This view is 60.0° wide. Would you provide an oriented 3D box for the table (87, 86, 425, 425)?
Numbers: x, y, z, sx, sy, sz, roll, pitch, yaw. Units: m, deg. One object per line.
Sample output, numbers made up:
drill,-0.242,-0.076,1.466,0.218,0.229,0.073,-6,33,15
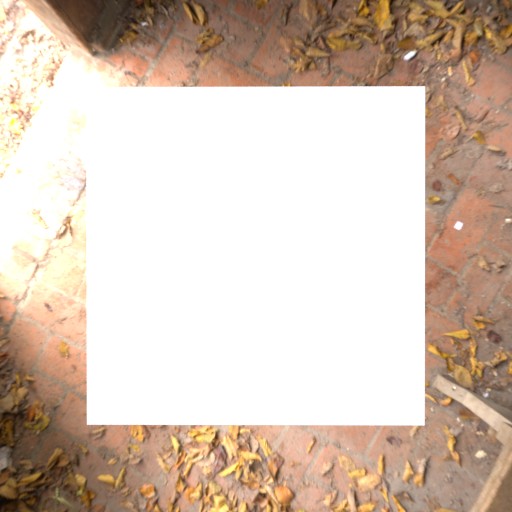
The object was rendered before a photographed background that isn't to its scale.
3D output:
table,0.000,0.000,1.061,0.700,0.289,0.700,0,90,0
